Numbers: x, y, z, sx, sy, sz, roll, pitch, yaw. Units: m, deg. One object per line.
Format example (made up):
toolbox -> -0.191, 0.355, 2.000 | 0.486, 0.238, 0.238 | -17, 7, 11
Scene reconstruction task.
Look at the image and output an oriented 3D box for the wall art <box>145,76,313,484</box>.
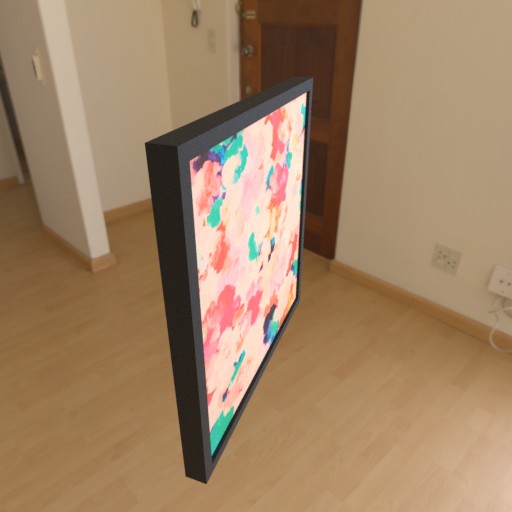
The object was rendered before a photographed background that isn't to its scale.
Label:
wall art -> 0.000, 0.000, 0.746 | 0.036, 0.503, 0.506 | 10, 31, 18
